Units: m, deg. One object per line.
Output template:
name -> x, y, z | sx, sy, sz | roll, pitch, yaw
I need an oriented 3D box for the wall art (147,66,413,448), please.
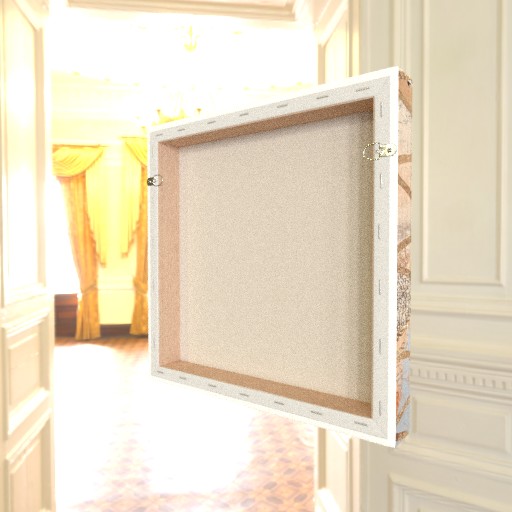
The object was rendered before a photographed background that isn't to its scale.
wall art -> 0.000, 0.000, 0.453 | 0.303, 0.304, 0.036 | 1, 2, 37
